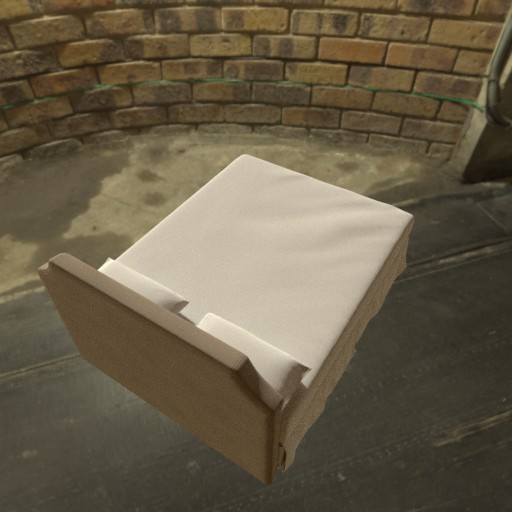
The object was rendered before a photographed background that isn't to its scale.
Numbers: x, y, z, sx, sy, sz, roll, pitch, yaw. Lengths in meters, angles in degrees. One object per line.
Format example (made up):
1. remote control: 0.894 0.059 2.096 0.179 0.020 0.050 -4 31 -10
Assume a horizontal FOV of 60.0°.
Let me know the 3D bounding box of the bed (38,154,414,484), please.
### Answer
1. bed: 0.000 0.000 3.571 1.977 1.293 2.498 25 51 22
